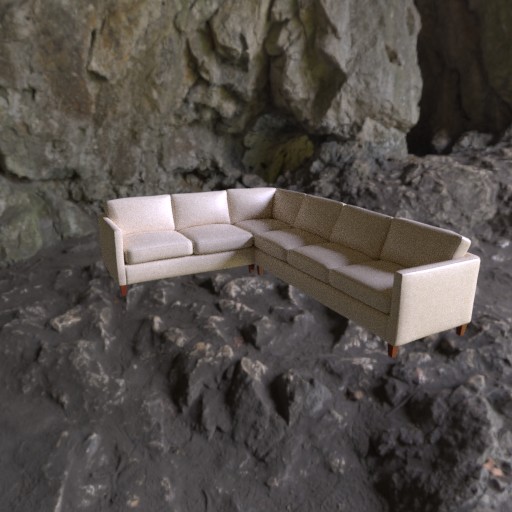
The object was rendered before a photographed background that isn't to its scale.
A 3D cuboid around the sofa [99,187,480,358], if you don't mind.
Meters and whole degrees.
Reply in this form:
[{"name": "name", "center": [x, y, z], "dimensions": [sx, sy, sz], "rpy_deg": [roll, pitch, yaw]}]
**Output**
[{"name": "sofa", "center": [0.000, 0.000, 4.551], "dimensions": [2.593, 0.947, 3.302], "rpy_deg": [-9, 19, -27]}]
